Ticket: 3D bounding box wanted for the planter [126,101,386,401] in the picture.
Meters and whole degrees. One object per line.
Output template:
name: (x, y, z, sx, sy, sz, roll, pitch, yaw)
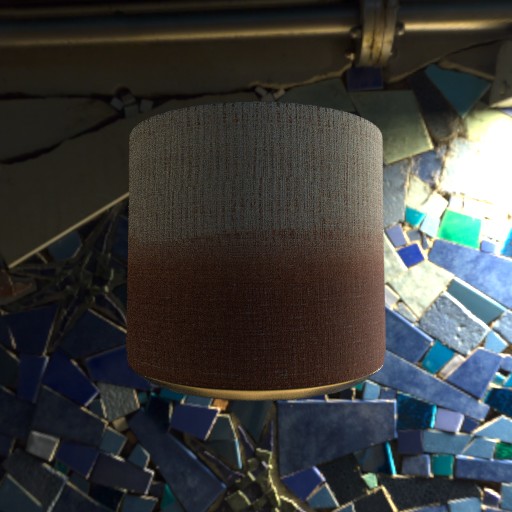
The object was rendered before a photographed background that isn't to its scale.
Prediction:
planter: (0.000, 0.000, 0.394, 0.221, 0.201, 0.221, 0, -1, 0)
